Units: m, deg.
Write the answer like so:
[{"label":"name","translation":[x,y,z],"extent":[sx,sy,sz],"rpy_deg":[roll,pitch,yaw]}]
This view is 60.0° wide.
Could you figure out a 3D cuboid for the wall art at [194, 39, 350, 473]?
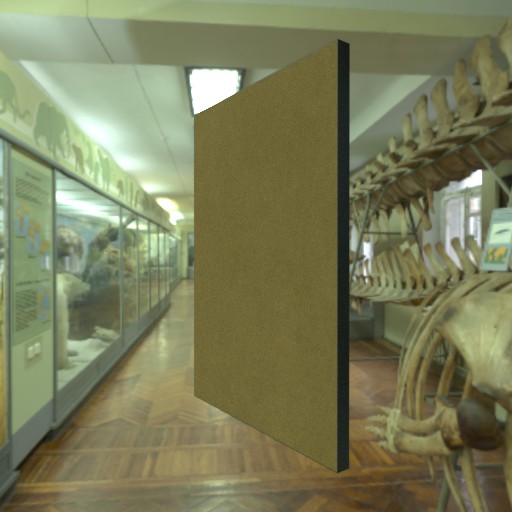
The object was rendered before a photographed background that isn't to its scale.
[{"label":"wall art","translation":[0.000,0.000,0.596],"extent":[0.019,0.455,0.314],"rpy_deg":[0,0,-36]}]
